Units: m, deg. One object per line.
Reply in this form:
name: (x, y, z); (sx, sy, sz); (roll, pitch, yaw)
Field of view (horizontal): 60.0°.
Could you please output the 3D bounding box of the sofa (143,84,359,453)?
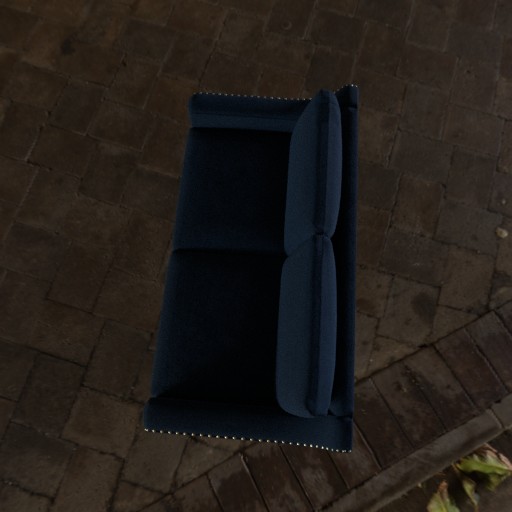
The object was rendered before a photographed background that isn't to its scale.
sofa: (0.000, 0.000, 2.757); (1.104, 0.983, 2.107); (4, 73, 1)
